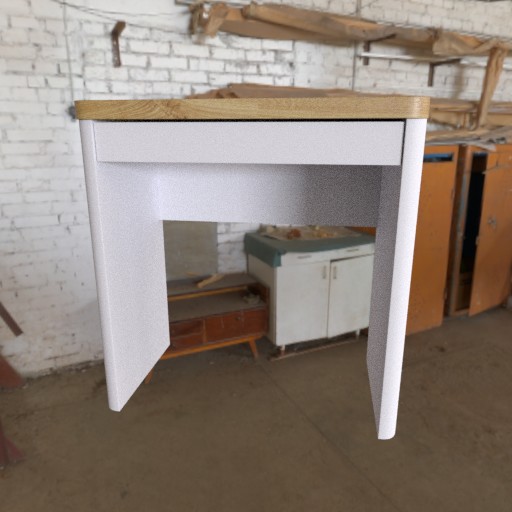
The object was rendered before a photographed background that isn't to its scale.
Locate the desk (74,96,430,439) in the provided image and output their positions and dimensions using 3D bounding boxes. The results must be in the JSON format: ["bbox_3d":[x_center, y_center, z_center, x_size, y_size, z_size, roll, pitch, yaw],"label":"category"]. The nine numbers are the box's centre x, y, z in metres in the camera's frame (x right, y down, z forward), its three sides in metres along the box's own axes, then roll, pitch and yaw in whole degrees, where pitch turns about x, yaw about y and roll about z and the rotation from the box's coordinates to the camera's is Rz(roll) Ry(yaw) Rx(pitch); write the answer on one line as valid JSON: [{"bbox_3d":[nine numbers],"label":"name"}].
[{"bbox_3d":[0.000,0.000,1.217,0.760,0.790,0.440,3,16,9],"label":"desk"}]
